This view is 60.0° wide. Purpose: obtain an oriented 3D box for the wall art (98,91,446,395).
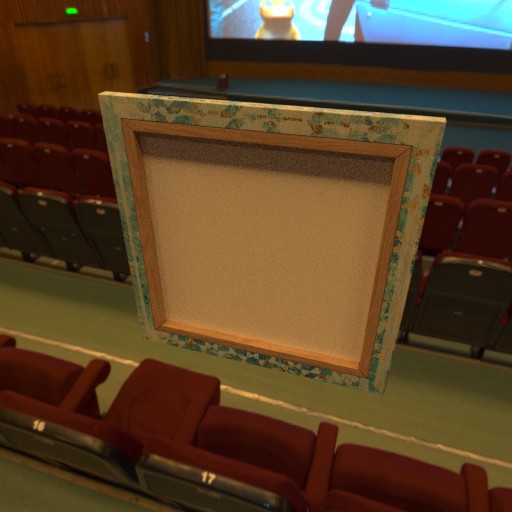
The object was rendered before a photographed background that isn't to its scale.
[{"bbox_3d":[0.000,0.000,1.380,0.916,0.916,0.040,10,34,15],"label":"wall art"}]
